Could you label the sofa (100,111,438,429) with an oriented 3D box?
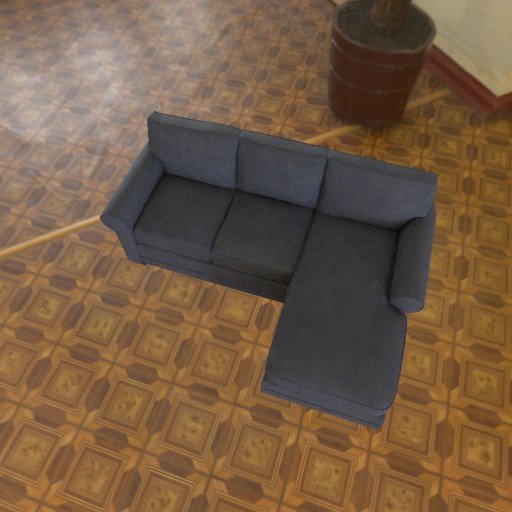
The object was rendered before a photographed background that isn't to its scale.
[{"bbox_3d":[0.000,0.000,3.471,2.567,1.063,1.780,15,59,10],"label":"sofa"}]
